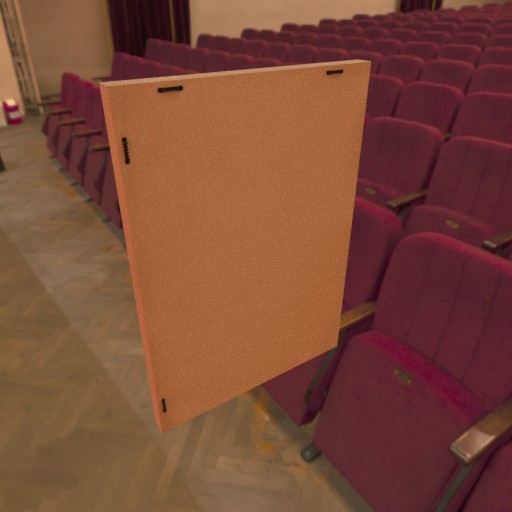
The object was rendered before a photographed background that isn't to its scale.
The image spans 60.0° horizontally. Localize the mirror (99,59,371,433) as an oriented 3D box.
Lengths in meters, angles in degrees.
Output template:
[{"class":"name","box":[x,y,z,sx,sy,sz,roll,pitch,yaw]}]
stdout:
[{"class":"mirror","box":[0.000,0.000,0.912,0.507,0.710,0.040,-18,35,-28]}]
